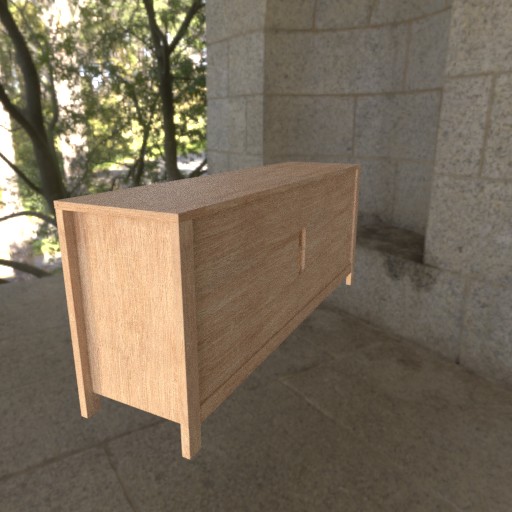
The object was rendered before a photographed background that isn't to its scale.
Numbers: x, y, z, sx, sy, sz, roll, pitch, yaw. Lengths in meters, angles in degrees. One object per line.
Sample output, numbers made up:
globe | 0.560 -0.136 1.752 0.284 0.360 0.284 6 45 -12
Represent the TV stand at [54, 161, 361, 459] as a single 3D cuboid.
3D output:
TV stand | 0.000 0.000 1.711 0.398 0.610 1.466 8 18 26
